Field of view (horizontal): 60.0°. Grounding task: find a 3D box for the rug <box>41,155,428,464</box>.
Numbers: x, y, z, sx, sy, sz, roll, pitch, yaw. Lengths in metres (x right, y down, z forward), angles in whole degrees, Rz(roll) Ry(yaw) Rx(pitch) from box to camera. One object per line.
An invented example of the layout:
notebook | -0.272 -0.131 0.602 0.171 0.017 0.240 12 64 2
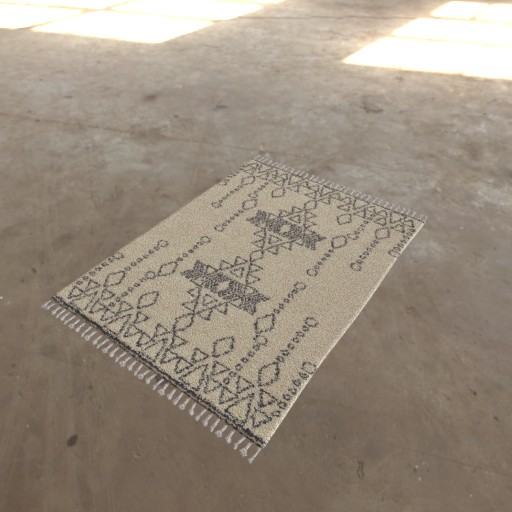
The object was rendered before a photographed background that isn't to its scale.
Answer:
rug | 0.000 0.000 3.994 2.125 0.028 3.027 26 48 26
